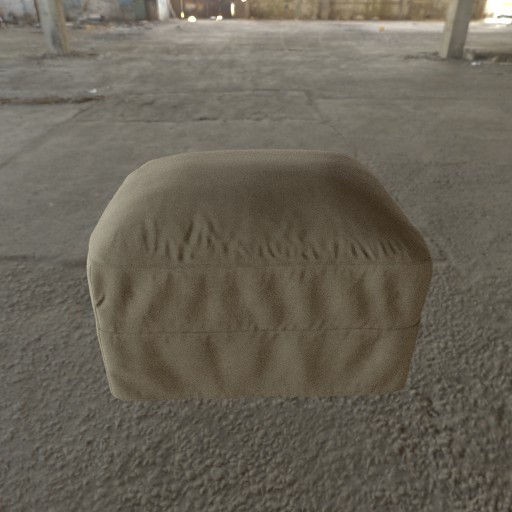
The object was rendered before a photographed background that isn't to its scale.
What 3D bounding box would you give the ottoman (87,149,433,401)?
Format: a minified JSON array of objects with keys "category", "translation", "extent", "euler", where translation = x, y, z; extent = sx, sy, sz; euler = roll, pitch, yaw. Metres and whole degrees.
[{"category":"ottoman","translation":[0.000,0.000,1.122],"extent":[0.712,0.480,0.584],"euler":[-1,30,-2]}]
